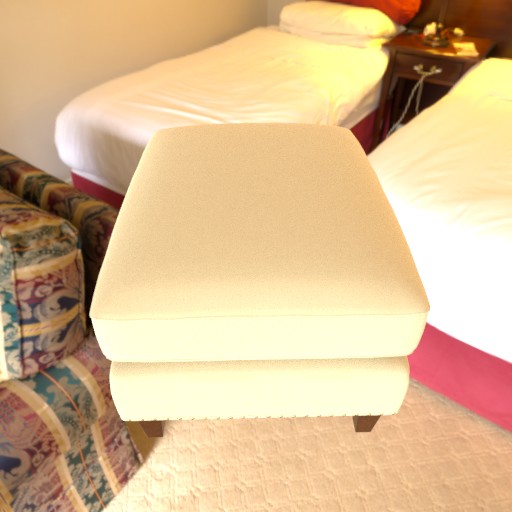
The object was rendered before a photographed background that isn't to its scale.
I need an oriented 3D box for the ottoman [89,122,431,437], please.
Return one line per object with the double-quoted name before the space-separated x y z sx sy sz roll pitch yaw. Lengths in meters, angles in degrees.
"ottoman" 0.000 0.000 1.114 0.584 0.513 0.741 -1 40 -1
